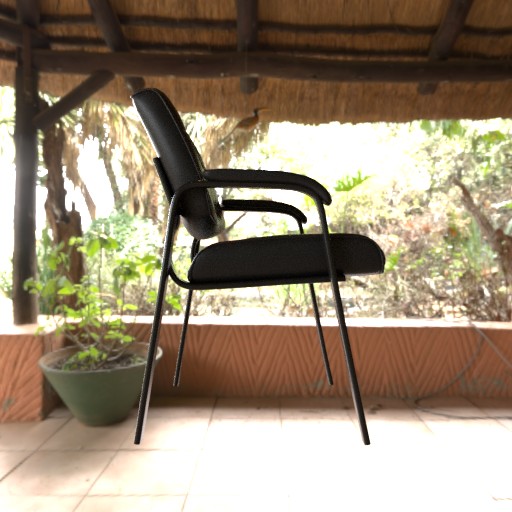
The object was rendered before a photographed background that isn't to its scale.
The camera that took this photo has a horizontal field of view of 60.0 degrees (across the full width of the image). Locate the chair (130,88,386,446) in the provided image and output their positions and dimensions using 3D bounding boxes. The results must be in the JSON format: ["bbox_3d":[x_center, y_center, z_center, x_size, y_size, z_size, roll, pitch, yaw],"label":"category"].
[{"bbox_3d":[0.000,0.000,1.330,0.668,0.910,0.591,0,-1,0],"label":"chair"}]
